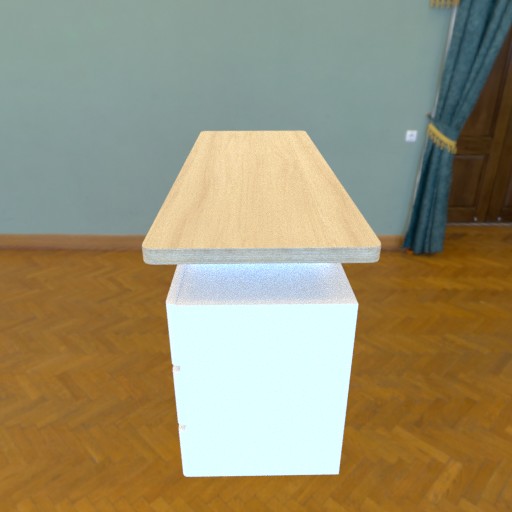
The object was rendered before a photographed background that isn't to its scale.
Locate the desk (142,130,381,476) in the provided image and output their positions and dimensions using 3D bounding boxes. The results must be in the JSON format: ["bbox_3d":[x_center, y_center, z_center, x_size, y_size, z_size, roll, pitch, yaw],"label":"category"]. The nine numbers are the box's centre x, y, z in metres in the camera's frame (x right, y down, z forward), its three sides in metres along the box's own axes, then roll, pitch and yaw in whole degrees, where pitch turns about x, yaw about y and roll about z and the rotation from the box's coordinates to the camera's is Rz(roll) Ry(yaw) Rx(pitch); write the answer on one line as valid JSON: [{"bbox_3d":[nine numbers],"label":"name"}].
[{"bbox_3d":[0.000,0.000,1.833,0.550,0.755,1.500,0,25,-1],"label":"desk"}]
